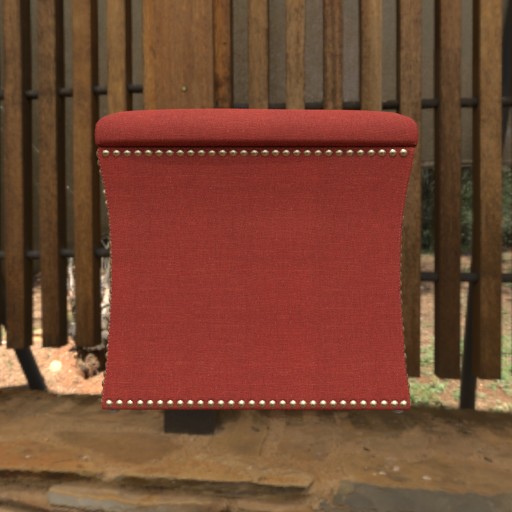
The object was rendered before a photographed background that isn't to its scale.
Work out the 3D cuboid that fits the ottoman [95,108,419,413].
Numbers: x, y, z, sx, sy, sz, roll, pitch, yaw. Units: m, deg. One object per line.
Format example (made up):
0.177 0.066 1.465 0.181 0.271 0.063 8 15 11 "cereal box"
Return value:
0.000 0.000 0.891 0.497 0.475 0.507 0 0 0 "ottoman"
